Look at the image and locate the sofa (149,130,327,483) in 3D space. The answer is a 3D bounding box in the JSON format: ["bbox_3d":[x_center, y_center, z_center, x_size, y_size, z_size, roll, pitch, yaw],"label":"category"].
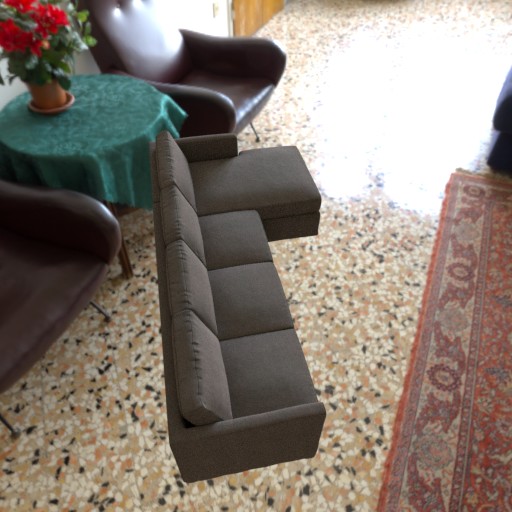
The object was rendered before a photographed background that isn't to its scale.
[{"bbox_3d":[0.000,0.000,3.855,1.650,0.922,3.205,-8,47,-8],"label":"sofa"}]
